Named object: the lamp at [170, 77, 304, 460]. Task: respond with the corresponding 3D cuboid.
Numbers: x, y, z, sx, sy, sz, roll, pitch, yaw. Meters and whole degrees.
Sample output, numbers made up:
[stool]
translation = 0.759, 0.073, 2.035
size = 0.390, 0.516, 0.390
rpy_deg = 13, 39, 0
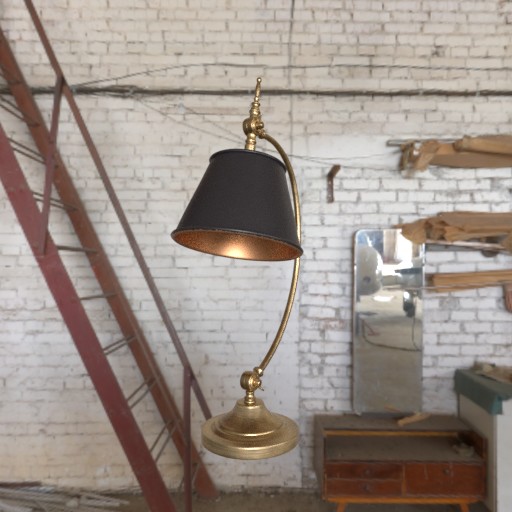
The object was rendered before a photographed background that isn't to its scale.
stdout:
[lamp]
translation = 0.000, 0.000, 0.830
size = 0.235, 0.675, 0.344
rpy_deg = 0, 0, 35
